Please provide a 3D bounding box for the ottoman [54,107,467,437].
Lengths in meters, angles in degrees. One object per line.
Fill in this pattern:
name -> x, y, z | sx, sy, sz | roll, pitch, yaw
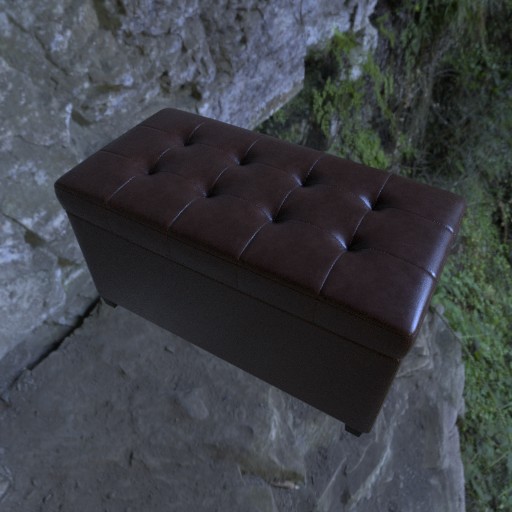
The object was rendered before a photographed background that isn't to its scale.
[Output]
ottoman -> 0.000, 0.000, 1.133 | 0.838, 0.470, 0.432 | 23, 50, 20
